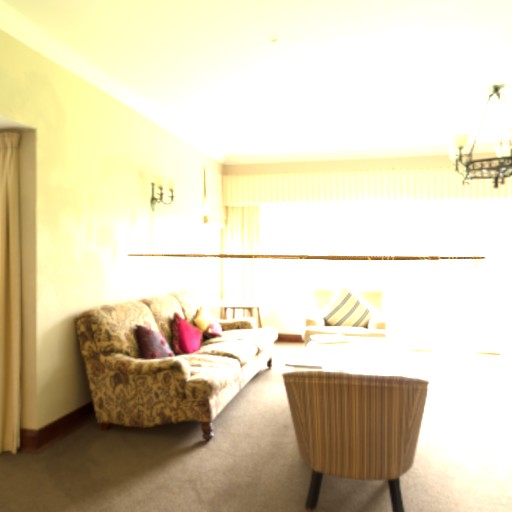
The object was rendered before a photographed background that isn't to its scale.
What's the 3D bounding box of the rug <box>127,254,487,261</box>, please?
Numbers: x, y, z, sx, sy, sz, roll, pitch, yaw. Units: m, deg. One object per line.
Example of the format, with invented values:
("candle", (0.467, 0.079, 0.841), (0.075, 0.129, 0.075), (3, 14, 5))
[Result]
("rug", (0.000, 0.000, 2.741), (0.773, 0.012, 2.464), (0, 1, -35))
